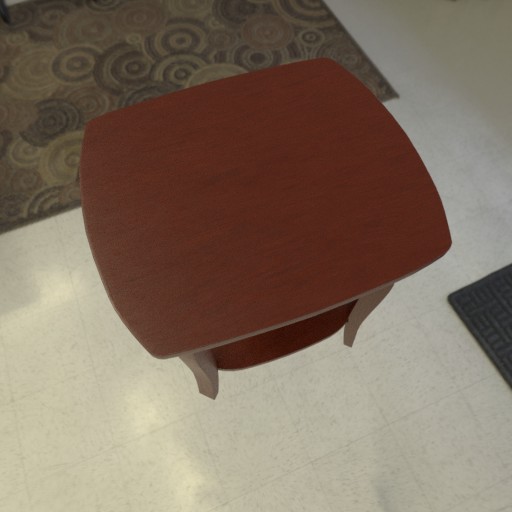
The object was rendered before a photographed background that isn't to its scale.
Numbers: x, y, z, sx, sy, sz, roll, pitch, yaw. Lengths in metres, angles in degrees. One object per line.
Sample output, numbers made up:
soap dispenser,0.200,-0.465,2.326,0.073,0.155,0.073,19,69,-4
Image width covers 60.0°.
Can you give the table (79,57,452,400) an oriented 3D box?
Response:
table,0.000,0.000,0.871,0.502,0.496,0.433,-18,65,-9
